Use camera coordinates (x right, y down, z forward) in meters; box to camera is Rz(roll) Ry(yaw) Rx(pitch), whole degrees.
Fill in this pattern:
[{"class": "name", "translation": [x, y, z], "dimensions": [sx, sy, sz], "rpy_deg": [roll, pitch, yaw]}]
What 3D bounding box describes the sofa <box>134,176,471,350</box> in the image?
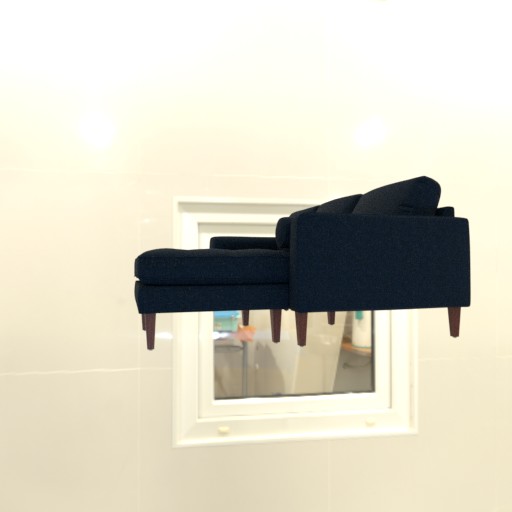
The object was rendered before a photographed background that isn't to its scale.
[{"class": "sofa", "translation": [0.000, 0.000, 3.015], "dimensions": [1.613, 0.841, 2.185], "rpy_deg": [0, -1, -16]}]
